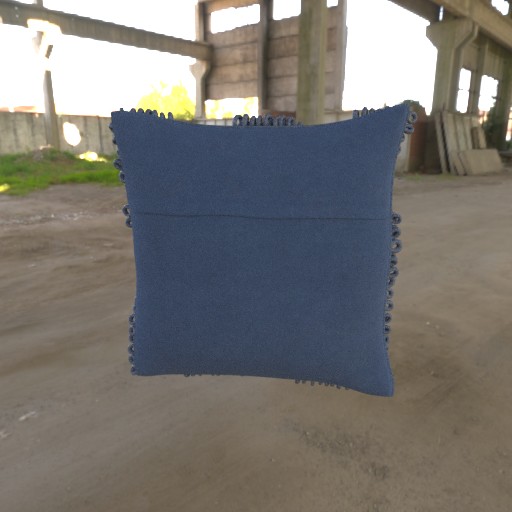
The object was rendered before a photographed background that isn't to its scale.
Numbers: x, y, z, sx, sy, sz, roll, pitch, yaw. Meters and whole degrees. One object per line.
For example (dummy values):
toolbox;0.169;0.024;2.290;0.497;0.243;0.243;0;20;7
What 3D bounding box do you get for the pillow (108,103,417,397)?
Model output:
pillow;0.000;0.000;0.722;0.469;0.466;0.172;2;15;7
